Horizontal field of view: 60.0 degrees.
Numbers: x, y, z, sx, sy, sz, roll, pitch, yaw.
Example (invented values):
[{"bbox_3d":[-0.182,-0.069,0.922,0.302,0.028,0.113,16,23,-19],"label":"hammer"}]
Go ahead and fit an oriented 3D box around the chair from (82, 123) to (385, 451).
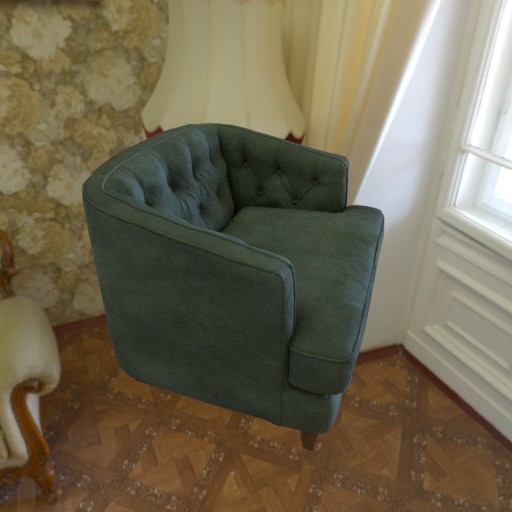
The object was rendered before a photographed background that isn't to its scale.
[{"bbox_3d":[0.000,0.000,1.782,0.941,0.852,1.104,10,31,16],"label":"chair"}]
